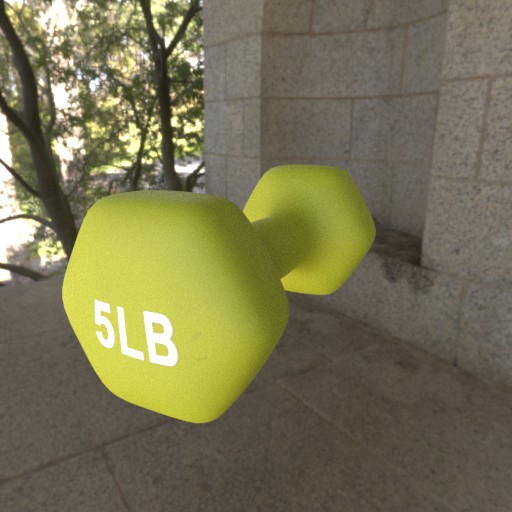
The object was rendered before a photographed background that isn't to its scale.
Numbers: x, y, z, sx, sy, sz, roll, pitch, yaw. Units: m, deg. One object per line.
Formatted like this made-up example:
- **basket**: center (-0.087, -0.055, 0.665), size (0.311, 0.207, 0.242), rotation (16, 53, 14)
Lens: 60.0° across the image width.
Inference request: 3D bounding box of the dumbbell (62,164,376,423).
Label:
- **dumbbell**: center (0.000, 0.000, 0.200), size (0.080, 0.072, 0.164), rotation (8, 18, 26)
